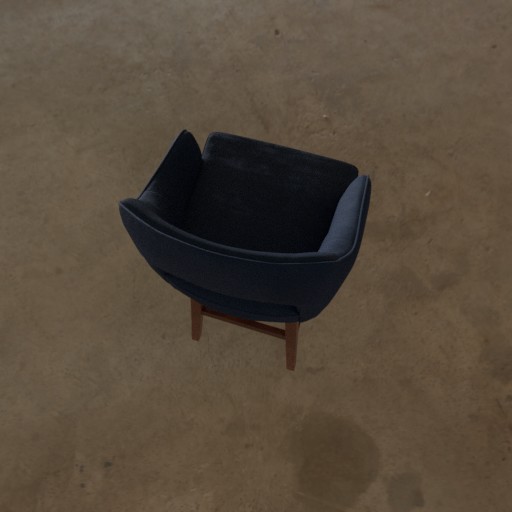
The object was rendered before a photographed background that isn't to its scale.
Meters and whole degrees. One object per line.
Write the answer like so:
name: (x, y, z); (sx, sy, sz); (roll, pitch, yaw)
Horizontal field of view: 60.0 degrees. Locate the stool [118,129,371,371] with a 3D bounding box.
stool: (0.000, 0.000, 1.361); (0.550, 1.041, 0.560); (16, 64, 8)
